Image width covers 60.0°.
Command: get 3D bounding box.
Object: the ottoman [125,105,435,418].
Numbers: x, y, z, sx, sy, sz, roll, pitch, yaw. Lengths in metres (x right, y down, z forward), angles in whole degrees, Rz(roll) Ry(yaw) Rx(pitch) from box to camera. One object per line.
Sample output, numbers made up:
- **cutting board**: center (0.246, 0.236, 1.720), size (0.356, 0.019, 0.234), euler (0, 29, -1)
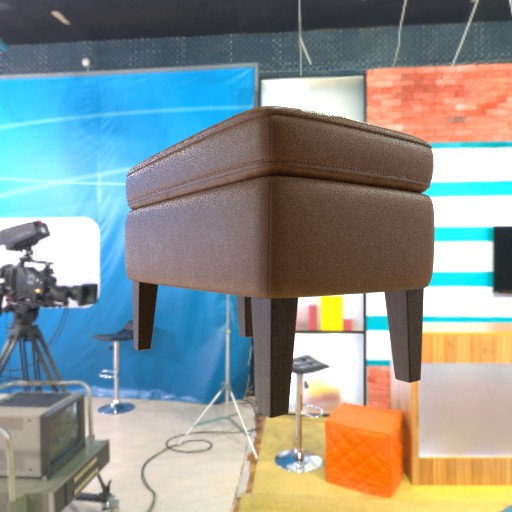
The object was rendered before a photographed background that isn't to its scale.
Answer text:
- **ottoman**: center (0.000, 0.000, 0.988), size (0.420, 0.480, 0.670), euler (0, 0, -34)
